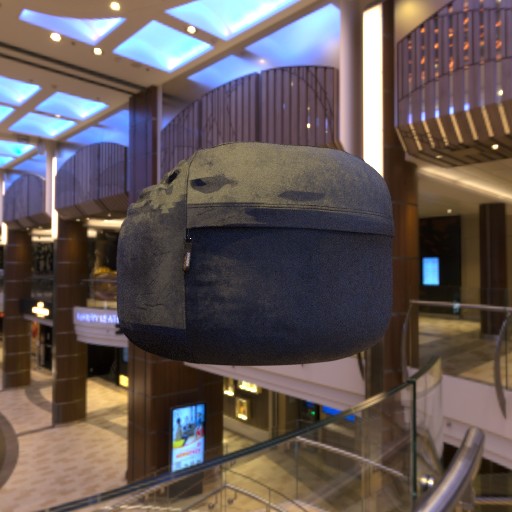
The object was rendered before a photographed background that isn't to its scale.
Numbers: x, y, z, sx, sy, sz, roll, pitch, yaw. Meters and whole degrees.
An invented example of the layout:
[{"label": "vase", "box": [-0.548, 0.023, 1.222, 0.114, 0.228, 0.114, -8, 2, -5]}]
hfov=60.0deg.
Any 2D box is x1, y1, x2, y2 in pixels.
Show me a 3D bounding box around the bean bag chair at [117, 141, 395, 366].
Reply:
[{"label": "bean bag chair", "box": [0.000, 0.000, 1.525, 0.918, 0.605, 0.918, 0, -1, 0]}]
